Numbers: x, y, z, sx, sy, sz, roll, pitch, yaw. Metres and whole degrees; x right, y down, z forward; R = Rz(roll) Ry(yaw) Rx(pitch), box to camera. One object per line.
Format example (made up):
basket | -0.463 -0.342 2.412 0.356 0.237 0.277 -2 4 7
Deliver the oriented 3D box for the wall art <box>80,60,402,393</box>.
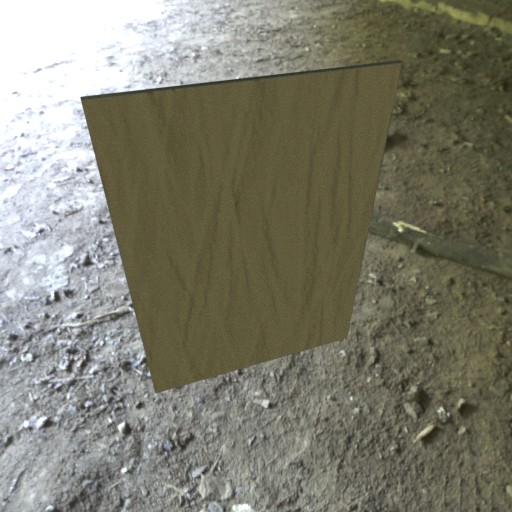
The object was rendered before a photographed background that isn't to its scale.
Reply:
wall art | 0.000 0.000 1.425 0.810 1.116 0.016 -13 41 -15
